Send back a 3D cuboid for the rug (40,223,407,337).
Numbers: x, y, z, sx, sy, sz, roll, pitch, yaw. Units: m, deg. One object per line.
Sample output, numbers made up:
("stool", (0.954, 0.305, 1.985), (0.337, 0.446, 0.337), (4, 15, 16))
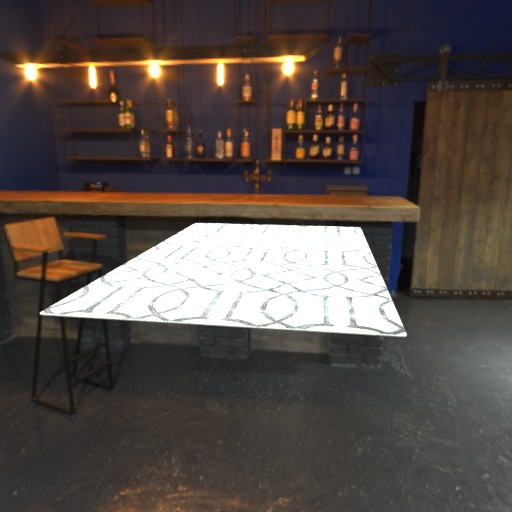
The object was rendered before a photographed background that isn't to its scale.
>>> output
("rug", (0.000, 0.000, 2.922), (1.521, 0.017, 2.365), (2, 14, 8))
